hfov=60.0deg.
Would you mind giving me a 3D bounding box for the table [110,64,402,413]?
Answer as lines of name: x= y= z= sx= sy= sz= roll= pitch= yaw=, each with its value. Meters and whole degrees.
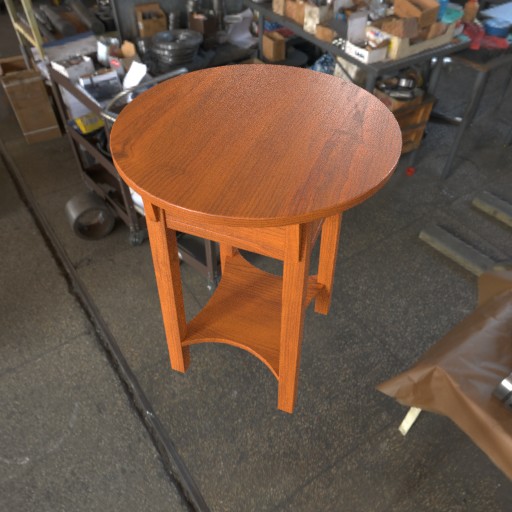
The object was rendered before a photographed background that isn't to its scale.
table: x=0.000 y=0.000 z=0.928 sx=0.457 sy=0.610 sz=0.457 roll=0 pitch=46 yaw=0
